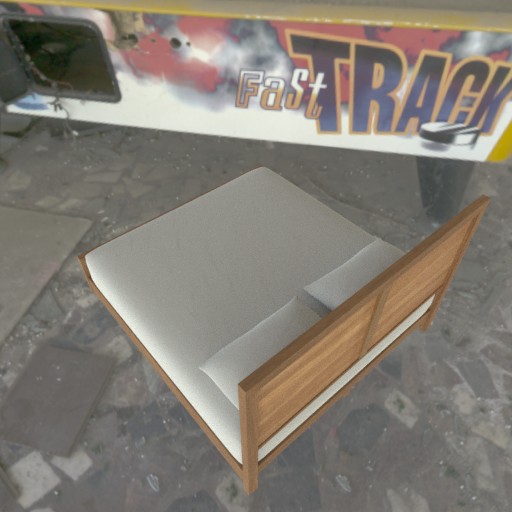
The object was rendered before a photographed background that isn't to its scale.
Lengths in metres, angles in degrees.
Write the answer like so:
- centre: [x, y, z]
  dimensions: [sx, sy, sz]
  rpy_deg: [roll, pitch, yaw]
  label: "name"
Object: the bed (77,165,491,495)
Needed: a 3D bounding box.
- centre: [0.000, 0.000, 3.393]
  dimensions: [2.003, 1.387, 2.184]
  rpy_deg: [-32, 53, -27]
  label: "bed"
